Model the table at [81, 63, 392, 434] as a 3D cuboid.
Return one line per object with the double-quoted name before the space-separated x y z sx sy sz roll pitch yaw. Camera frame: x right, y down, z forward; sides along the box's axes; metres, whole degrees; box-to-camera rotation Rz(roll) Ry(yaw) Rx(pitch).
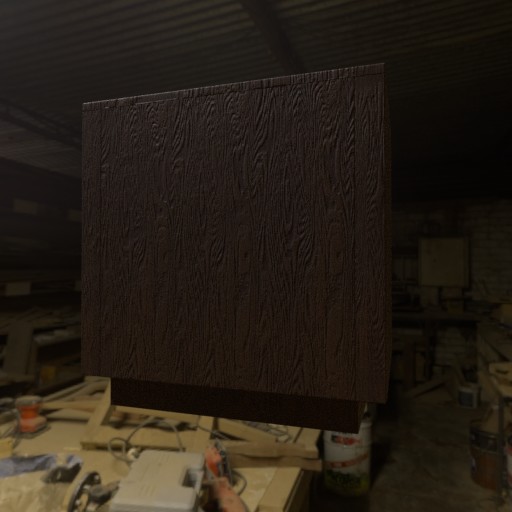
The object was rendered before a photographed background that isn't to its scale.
"table" 0.000 0.000 0.970 0.560 0.585 0.439 0 -1 18
